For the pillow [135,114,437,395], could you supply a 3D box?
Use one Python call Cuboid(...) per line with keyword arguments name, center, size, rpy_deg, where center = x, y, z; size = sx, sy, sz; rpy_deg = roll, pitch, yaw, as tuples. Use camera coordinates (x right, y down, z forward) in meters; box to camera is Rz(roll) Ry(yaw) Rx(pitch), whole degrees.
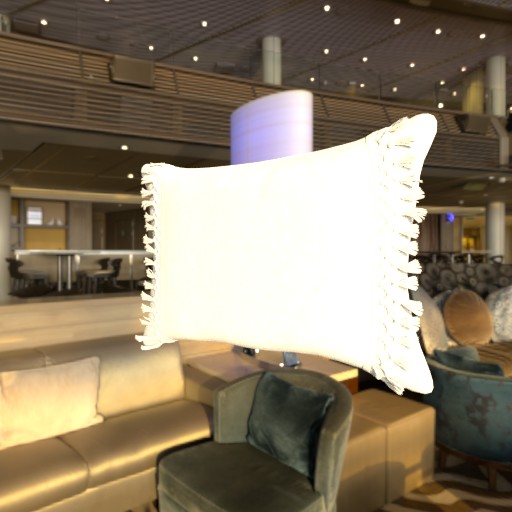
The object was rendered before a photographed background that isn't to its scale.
Cuboid(name="pillow", center=(0.000, 0.000, 0.601), size=(0.466, 0.305, 0.084), rpy_deg=(0, 0, 36))
